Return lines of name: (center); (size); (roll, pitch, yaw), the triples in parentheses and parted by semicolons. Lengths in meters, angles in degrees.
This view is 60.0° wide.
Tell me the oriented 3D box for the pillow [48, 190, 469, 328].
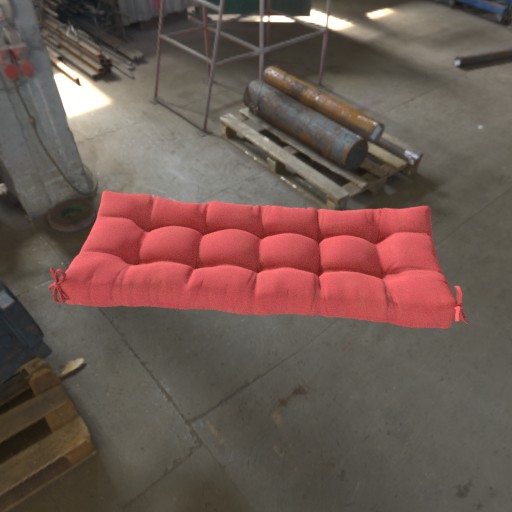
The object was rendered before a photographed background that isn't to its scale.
pillow: (0.000, 0.000, 1.362); (1.194, 0.174, 0.511); (3, 45, 3)
